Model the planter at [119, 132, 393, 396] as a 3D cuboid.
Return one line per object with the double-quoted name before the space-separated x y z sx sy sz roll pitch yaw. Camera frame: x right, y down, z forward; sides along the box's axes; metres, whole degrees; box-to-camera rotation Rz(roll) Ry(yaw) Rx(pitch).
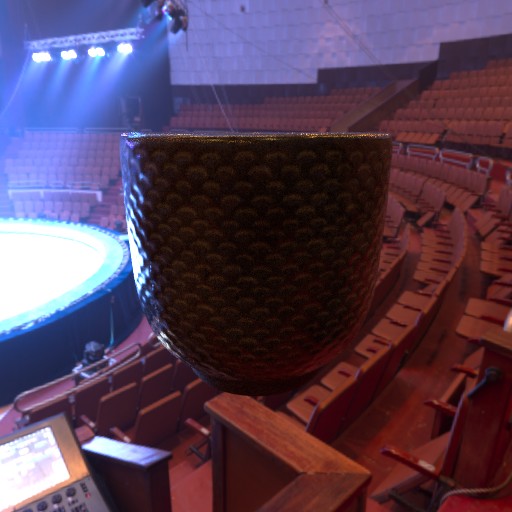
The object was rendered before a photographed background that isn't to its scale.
"planter" 0.000 0.000 0.356 0.197 0.191 0.197 0 16 0
